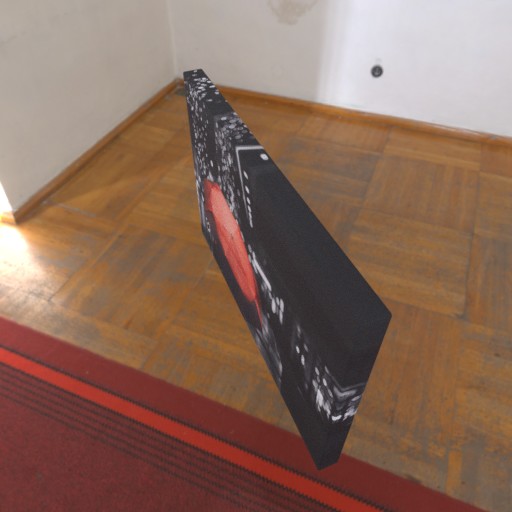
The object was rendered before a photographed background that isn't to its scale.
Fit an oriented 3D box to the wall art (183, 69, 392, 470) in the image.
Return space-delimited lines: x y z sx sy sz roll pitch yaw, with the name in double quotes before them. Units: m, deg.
"wall art" 0.000 0.000 0.769 0.037 0.406 0.609 -17 49 -15
